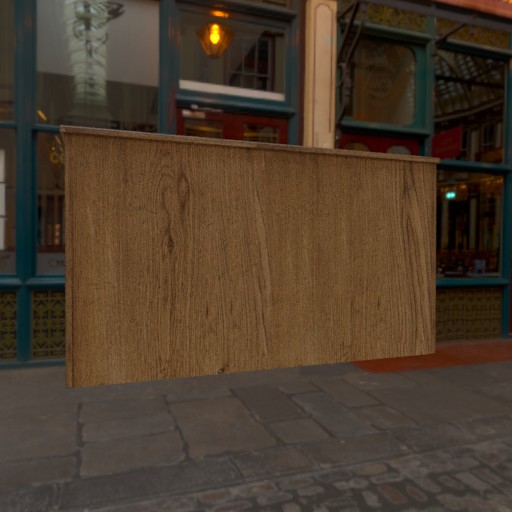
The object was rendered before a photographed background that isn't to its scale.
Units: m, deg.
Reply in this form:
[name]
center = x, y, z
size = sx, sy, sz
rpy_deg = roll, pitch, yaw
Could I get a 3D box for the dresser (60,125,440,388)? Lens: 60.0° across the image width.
[dresser]
center = 0.000, 0.000, 2.098
size = 1.657, 0.932, 0.563
rpy_deg = 0, 1, -19
